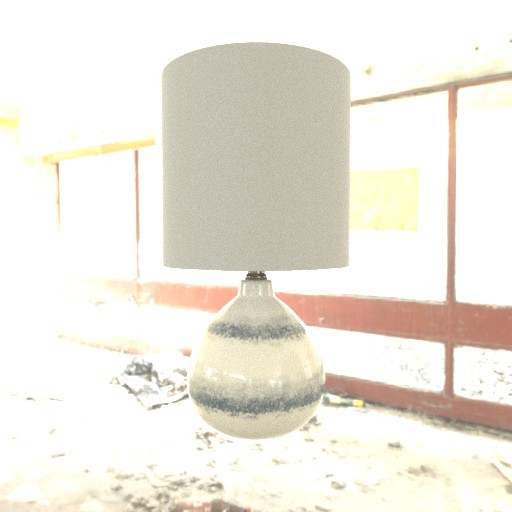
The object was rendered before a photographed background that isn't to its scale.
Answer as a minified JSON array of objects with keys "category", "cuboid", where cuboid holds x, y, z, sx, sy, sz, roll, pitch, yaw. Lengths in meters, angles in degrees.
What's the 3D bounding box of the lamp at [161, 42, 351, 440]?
[{"category":"lamp","cuboid":[0.000,0.000,0.524,0.216,0.404,0.216,-2,3,-36]}]
